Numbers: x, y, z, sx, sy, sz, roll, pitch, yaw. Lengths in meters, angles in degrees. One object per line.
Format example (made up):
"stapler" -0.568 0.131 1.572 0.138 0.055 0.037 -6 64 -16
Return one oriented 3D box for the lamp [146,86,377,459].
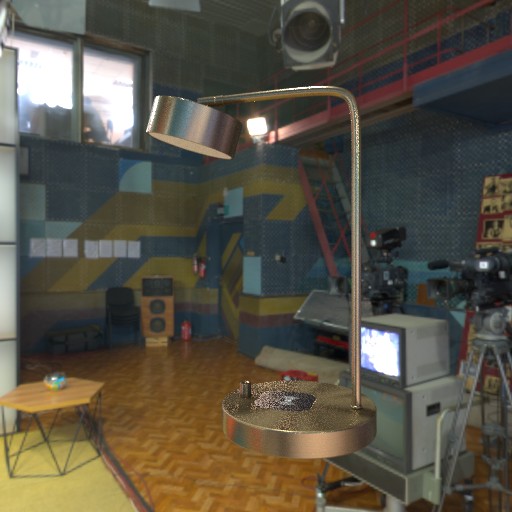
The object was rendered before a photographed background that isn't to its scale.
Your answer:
"lamp" 0.000 0.000 0.513 0.270 0.380 0.171 0 0 18
